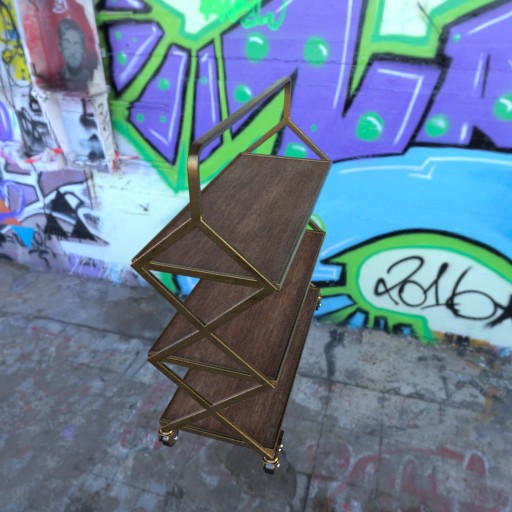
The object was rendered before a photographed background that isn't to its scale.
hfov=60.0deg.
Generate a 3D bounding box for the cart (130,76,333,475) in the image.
[{"bbox_3d":[0.000,0.000,1.184,0.313,0.805,0.723,9,32,14],"label":"cart"}]
